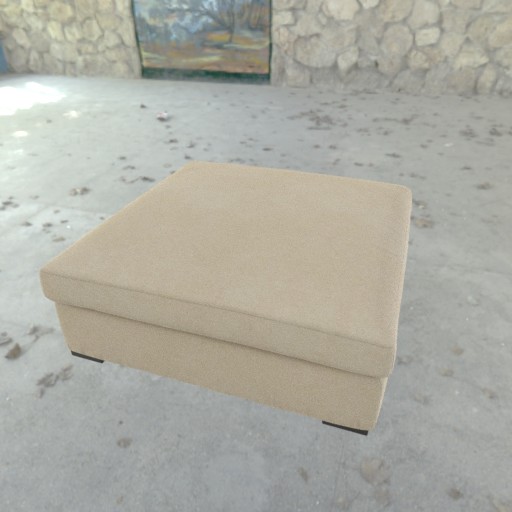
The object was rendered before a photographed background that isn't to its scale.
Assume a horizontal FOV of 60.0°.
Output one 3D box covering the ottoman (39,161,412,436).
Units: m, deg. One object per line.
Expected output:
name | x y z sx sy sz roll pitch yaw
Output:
ottoman | 0.000 0.000 1.897 1.205 0.522 1.190 10 33 16
